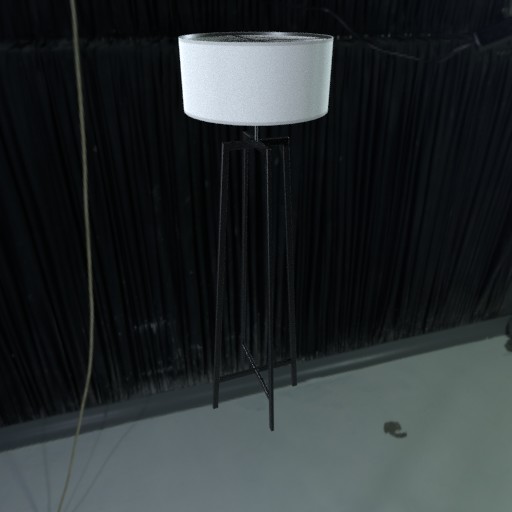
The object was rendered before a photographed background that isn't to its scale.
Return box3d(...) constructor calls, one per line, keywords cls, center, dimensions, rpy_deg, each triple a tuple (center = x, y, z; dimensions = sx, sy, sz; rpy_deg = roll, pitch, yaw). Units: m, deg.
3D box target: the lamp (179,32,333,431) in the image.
box3d(cls="lamp", center=(0.000, 0.000, 1.699), dimensions=(0.456, 1.510, 0.457), rpy_deg=(-10, 31, -17))
